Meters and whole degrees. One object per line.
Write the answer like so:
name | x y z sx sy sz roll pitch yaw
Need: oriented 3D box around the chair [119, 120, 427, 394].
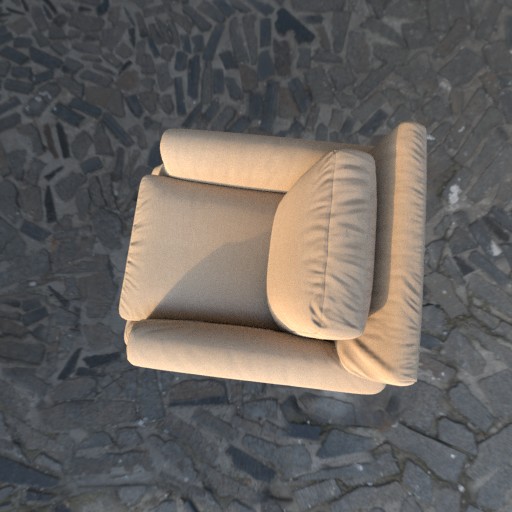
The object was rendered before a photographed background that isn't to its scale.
chair | 0.000 0.000 1.741 1.066 0.866 0.940 6 79 1
